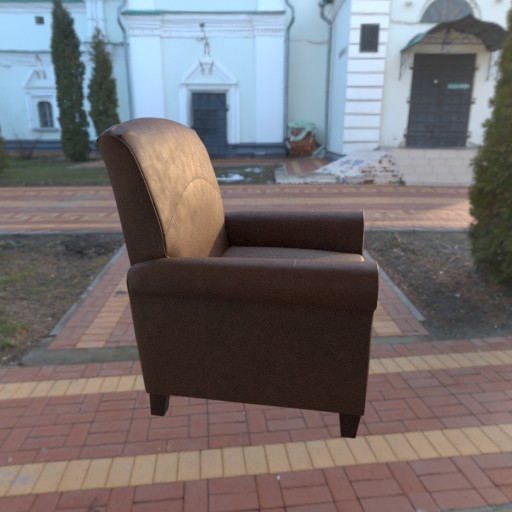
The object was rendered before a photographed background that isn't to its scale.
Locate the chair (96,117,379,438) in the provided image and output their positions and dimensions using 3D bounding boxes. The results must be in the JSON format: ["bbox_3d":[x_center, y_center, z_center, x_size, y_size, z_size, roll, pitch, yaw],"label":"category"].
[{"bbox_3d":[0.000,0.000,1.774,0.902,1.061,0.978,3,16,10],"label":"chair"}]
